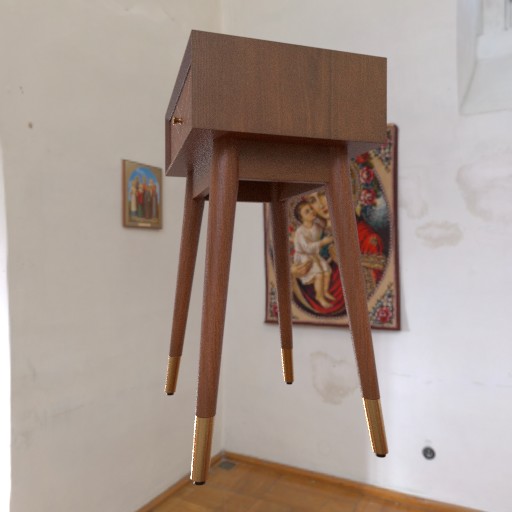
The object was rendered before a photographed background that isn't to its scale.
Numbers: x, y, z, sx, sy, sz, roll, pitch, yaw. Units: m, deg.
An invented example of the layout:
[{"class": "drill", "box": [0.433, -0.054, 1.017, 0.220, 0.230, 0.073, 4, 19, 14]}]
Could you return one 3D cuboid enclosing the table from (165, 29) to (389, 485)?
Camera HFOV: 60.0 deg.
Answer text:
[{"class": "table", "box": [0.000, 0.000, 0.809, 0.300, 0.599, 0.406, 0, 0, -17]}]
